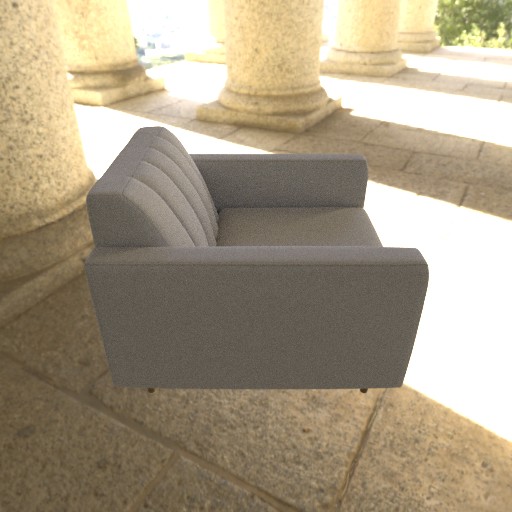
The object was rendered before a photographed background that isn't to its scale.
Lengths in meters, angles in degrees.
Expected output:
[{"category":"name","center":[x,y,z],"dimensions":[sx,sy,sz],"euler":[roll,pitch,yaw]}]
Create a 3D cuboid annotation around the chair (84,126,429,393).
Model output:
[{"category":"chair","center":[0.000,0.000,1.710],"dimensions":[0.998,0.819,0.953],"euler":[0,32,0]}]
